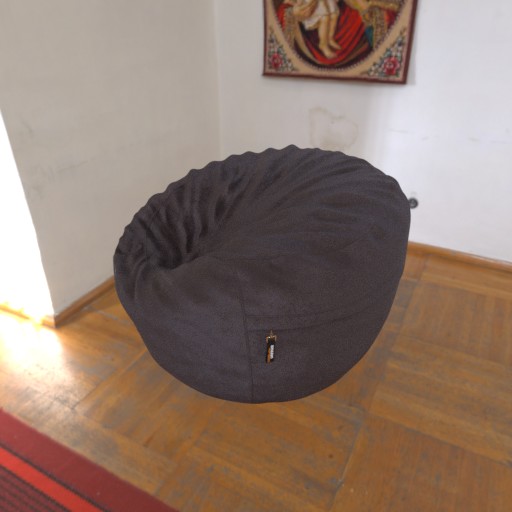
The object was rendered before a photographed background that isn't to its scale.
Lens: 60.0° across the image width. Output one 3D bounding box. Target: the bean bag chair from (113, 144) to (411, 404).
[{"bbox_3d":[0.000,0.000,2.027,1.245,0.821,1.245,0,31,0],"label":"bean bag chair"}]
